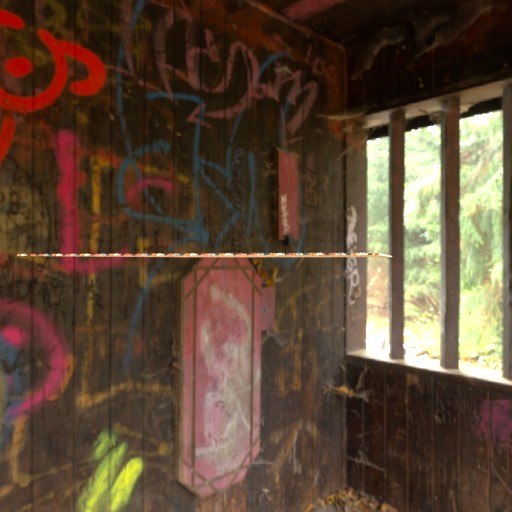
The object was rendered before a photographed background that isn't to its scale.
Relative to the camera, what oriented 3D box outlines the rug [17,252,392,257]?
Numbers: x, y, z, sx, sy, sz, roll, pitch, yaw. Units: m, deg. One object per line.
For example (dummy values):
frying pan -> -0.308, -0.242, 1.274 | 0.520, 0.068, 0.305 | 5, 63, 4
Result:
rug -> 0.000, 0.000, 4.264 | 2.439, 0.015, 3.274 | 0, 0, 18
